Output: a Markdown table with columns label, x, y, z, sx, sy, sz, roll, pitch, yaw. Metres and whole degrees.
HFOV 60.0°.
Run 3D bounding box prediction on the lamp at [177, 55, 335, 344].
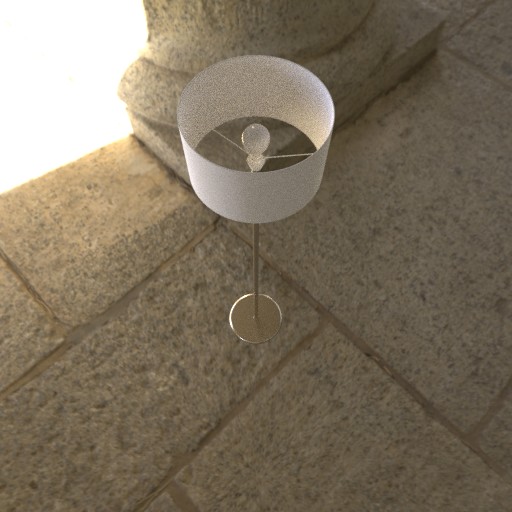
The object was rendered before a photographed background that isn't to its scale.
| label | x | y | z | sx | sy | sz | roll | pitch | yaw |
| --- | --- | --- | --- | --- | --- | --- | --- | --- | --- |
| lamp | 0.000 | 0.000 | 1.621 | 0.347 | 1.443 | 0.347 | 15 | 64 | 7 |
